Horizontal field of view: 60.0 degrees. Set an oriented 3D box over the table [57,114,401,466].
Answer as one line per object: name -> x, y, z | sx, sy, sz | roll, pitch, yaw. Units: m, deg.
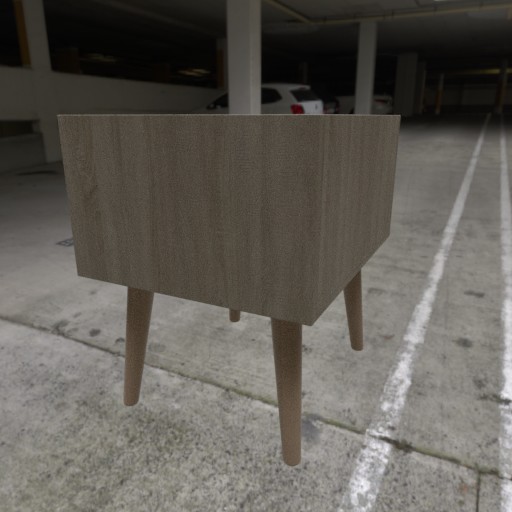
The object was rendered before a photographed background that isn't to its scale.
table -> 0.000, 0.000, 0.776 | 0.370, 0.470, 0.450 | 9, 19, 26
